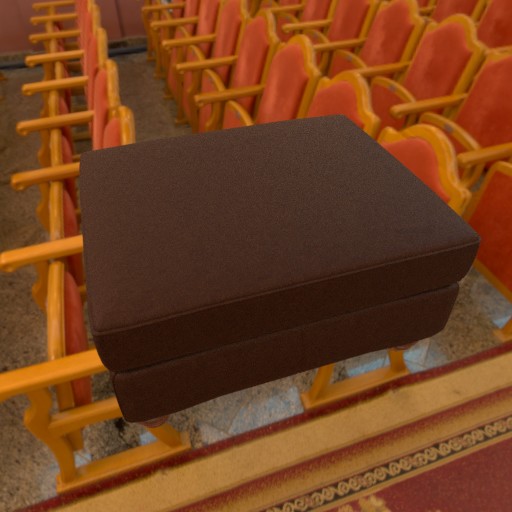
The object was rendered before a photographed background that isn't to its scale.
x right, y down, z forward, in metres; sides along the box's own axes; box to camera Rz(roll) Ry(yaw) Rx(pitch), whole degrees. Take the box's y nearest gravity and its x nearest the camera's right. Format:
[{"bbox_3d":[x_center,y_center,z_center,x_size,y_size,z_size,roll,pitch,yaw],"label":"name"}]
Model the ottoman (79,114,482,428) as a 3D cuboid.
[{"bbox_3d":[0.000,0.000,1.763,1.187,0.730,0.967,-12,43,-14],"label":"ottoman"}]
